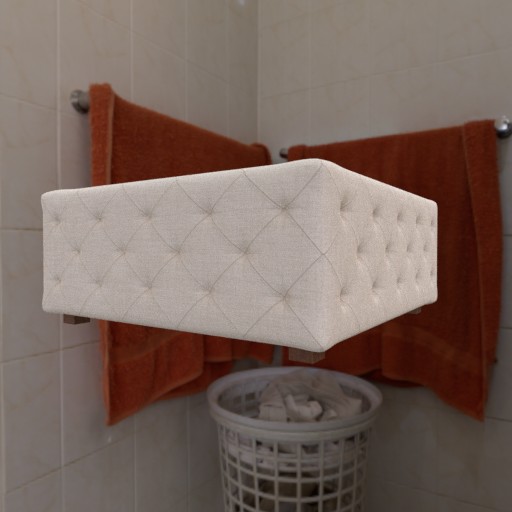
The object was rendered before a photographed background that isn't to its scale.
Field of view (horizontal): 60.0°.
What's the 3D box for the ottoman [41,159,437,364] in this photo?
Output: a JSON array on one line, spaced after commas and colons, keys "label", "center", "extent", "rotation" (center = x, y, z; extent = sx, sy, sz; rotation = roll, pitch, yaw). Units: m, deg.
[{"label": "ottoman", "center": [0.000, 0.000, 1.586], "extent": [1.028, 0.439, 1.028], "rotation": [1, 1, 34]}]
